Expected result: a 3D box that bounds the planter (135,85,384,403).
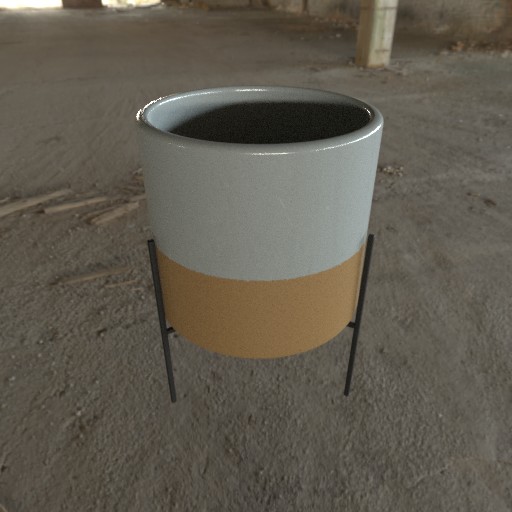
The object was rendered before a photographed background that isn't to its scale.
[{"bbox_3d":[0.000,0.000,0.664,0.310,0.432,0.310,-10,33,-15],"label":"planter"}]
